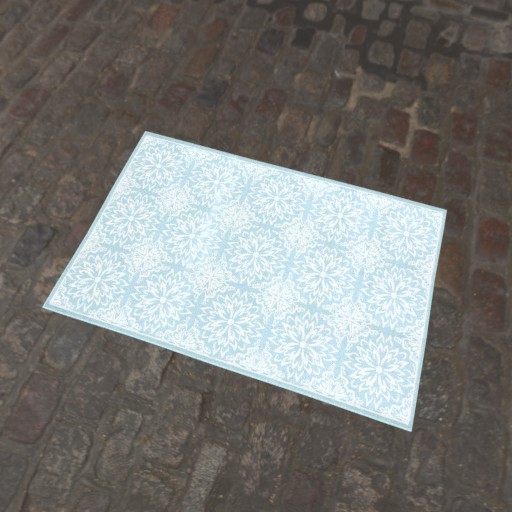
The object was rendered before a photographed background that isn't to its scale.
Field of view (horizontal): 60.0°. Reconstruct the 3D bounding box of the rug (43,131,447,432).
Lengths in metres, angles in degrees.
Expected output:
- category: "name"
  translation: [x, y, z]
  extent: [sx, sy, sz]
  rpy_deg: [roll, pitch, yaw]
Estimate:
- category: "rug"
  translation: [0.000, 0.000, 2.339]
  extent: [1.840, 0.012, 1.219]
  rpy_deg: [16, 64, 8]
